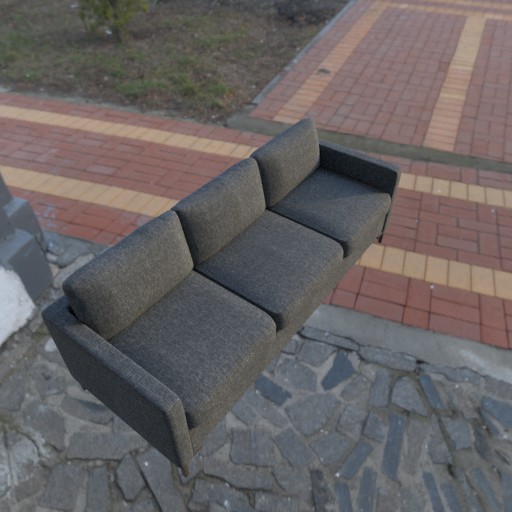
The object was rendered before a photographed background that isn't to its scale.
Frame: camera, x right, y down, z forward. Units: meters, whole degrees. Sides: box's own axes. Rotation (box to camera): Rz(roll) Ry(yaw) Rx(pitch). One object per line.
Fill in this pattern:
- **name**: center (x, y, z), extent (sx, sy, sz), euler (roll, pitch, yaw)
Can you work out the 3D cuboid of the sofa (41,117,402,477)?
- **sofa**: center (0.000, 0.000, 2.656), extent (0.859, 0.874, 2.218), euler (27, 49, 26)
